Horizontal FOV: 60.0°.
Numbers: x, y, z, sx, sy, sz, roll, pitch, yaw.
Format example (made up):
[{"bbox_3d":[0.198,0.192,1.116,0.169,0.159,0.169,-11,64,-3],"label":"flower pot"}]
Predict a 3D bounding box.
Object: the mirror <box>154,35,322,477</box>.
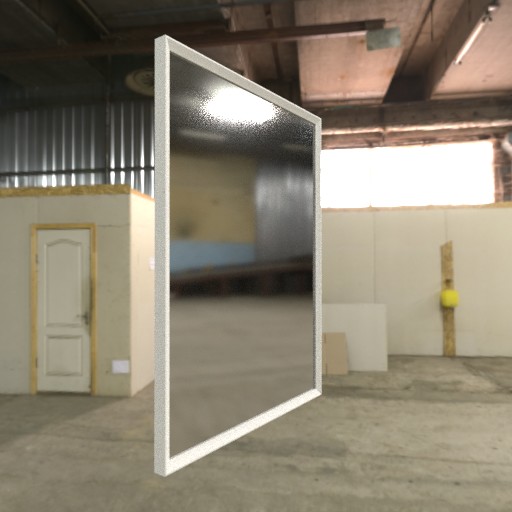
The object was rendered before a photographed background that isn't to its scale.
[{"bbox_3d":[0.000,0.000,1.337,0.041,1.016,0.762,0,0,36],"label":"mirror"}]
